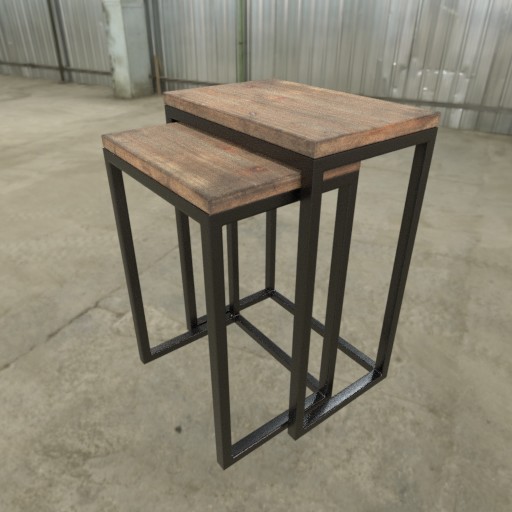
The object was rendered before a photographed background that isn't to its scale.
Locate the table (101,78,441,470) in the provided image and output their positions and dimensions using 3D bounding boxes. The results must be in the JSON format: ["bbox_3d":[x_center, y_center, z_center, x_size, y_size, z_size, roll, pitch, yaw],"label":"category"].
[{"bbox_3d":[0.000,0.000,0.939,0.460,0.615,0.456,-19,36,-30],"label":"table"}]
